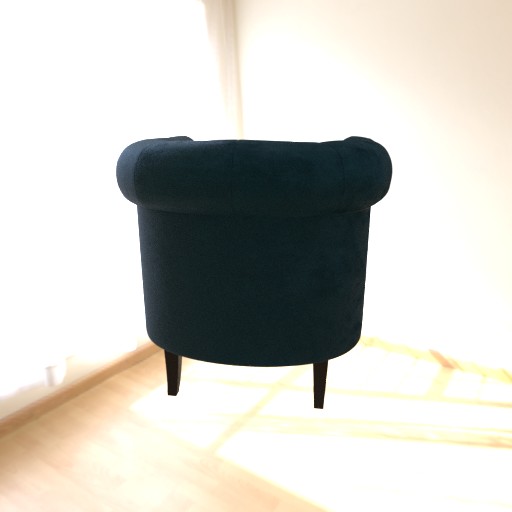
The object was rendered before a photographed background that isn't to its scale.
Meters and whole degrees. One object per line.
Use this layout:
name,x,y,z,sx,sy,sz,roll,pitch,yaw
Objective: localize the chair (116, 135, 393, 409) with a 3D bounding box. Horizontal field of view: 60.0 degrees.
chair,0.000,0.000,1.588,0.904,0.826,0.851,2,17,8
